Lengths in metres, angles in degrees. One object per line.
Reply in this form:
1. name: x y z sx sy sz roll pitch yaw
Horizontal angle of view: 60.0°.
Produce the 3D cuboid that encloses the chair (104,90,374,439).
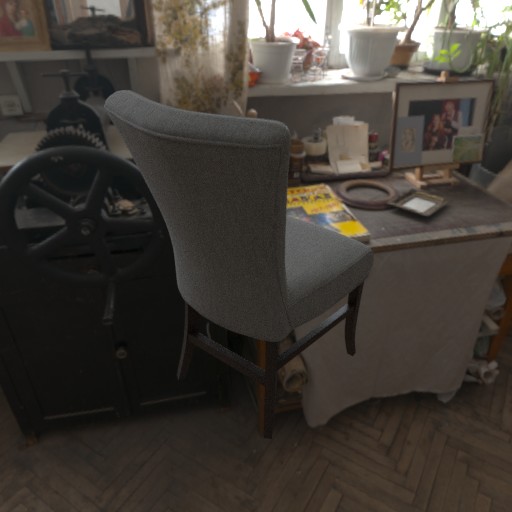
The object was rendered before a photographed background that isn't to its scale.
1. chair: 0.000 0.000 1.358 0.520 0.991 0.660 22 38 31
